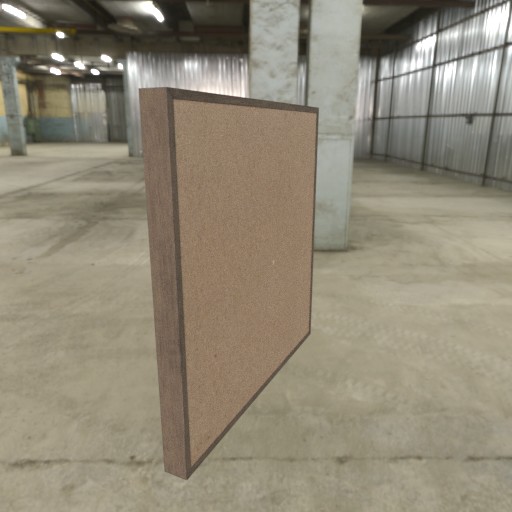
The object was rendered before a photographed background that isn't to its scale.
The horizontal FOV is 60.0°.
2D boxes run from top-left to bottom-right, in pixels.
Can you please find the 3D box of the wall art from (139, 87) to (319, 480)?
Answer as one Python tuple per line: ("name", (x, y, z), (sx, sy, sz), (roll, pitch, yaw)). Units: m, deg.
("wall art", (0.000, 0.000, 0.768), (0.038, 0.508, 0.508), (8, 18, 25))
